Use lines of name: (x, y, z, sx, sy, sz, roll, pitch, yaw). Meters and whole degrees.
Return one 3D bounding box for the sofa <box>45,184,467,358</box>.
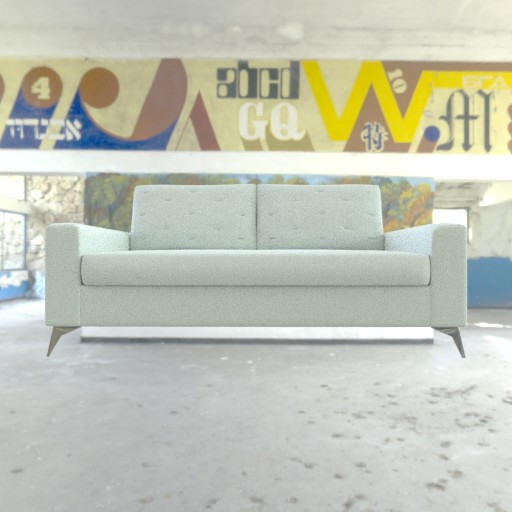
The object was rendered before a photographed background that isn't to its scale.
sofa: (0.000, 0.000, 2.134, 1.650, 0.790, 0.920, 0, 0, 1)
